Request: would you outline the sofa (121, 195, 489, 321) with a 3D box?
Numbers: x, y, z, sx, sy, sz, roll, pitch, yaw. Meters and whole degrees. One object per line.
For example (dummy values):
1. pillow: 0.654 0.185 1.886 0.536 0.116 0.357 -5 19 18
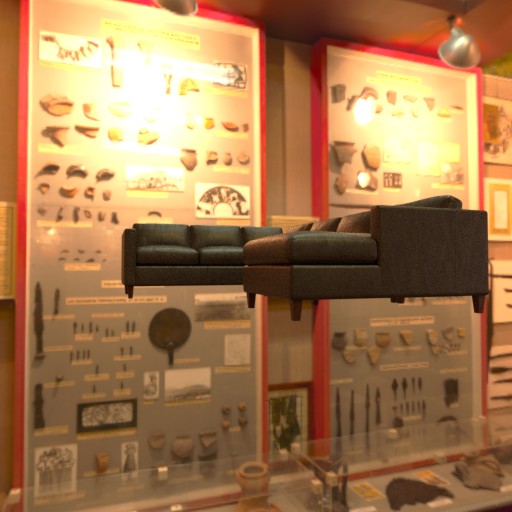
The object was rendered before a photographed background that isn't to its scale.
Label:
1. sofa: 0.000 0.000 4.383 2.452 0.891 3.324 1 -2 -19
